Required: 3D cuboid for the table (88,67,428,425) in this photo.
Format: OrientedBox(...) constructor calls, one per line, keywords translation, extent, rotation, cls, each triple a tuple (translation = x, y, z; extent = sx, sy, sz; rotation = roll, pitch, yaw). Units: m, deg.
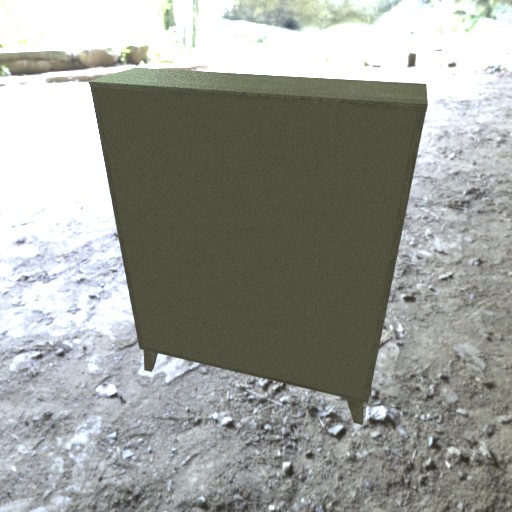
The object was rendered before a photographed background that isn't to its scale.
OrientedBox(translation=(0.000, 0.000, 1.530), extent=(0.902, 1.135, 0.256), rotation=(9, 33, 15), cls="table")
